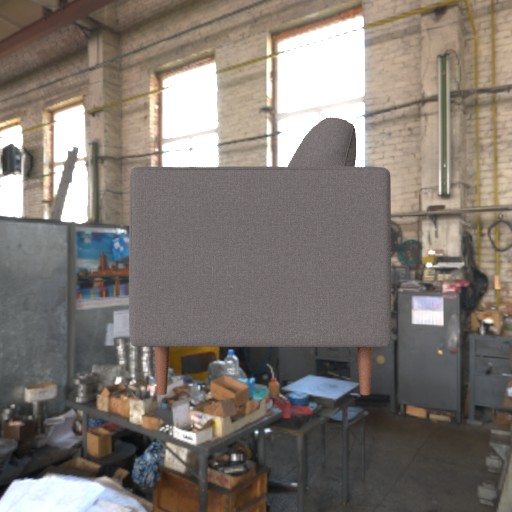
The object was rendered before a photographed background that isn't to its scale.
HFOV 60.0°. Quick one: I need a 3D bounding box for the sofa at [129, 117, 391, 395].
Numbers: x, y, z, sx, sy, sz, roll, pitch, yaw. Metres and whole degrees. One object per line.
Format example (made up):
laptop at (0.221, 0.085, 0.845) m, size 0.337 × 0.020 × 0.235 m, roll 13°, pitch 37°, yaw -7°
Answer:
sofa at (0.000, 0.000, 1.987) m, size 0.796 × 0.908 × 1.430 m, roll 0°, pitch -1°, yaw 0°
